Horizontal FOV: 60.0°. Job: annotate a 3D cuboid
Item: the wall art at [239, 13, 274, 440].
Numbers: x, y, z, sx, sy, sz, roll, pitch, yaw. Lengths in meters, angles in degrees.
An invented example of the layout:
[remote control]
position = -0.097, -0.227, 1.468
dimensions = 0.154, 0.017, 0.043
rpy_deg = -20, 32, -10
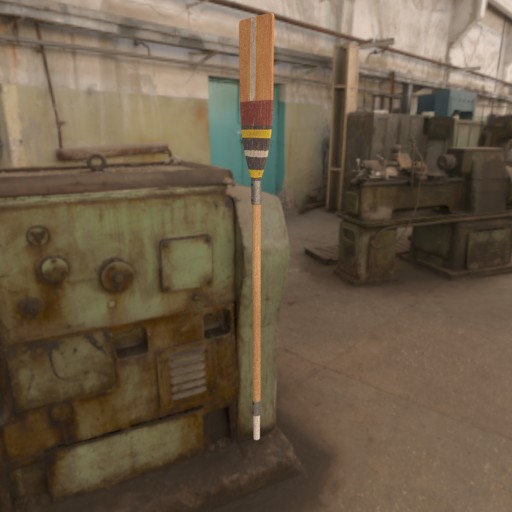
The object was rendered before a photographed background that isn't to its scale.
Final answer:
[wall art]
position = 0.000, 0.000, 1.602
dimensions = 0.146, 1.556, 0.038
rpy_deg = 15, 22, 42
